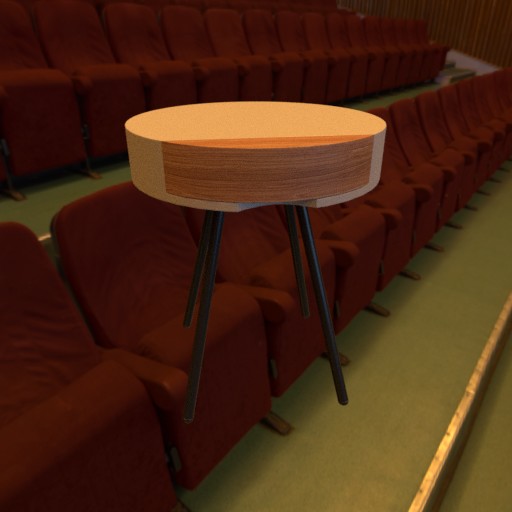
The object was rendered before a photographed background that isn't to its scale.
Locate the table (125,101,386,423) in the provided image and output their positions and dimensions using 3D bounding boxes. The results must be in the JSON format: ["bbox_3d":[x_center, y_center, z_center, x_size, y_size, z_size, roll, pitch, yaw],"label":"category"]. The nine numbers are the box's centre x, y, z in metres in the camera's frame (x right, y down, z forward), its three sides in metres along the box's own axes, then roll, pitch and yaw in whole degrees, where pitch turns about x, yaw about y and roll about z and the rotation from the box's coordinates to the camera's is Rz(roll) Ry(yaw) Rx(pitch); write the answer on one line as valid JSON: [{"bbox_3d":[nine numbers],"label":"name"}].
[{"bbox_3d":[0.000,0.000,0.876,0.450,0.525,0.450,0,27,0],"label":"table"}]
